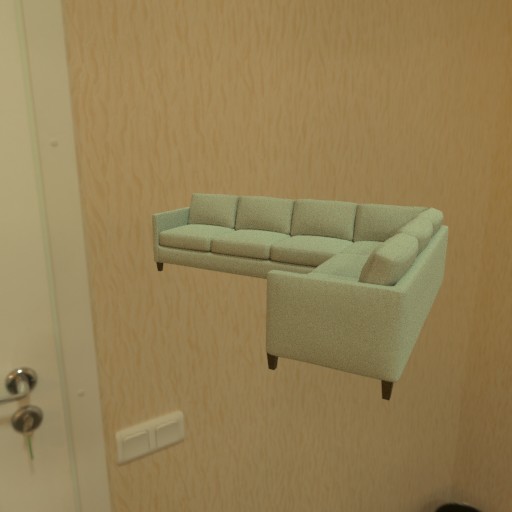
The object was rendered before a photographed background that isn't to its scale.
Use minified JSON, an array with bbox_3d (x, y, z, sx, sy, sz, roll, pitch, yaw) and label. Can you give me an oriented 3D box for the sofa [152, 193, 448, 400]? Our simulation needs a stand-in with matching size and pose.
[{"bbox_3d":[0.000,0.000,4.453,3.333,0.934,2.522,8,16,27],"label":"sofa"}]
